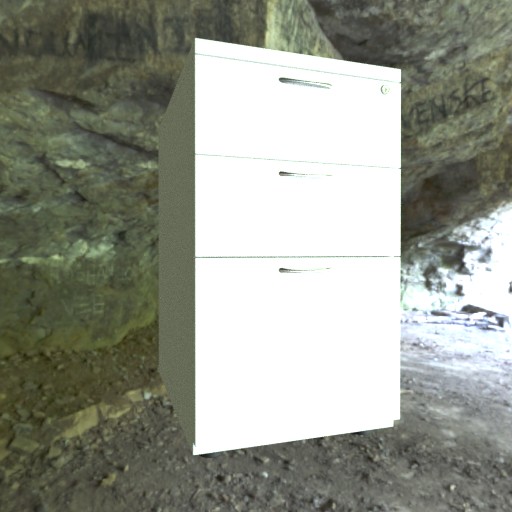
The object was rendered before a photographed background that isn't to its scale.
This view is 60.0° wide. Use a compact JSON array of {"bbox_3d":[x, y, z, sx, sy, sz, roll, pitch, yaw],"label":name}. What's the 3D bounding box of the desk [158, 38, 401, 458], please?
[{"bbox_3d":[0.000,0.000,1.076,0.404,0.730,0.600,0,0,-18],"label":"desk"}]
